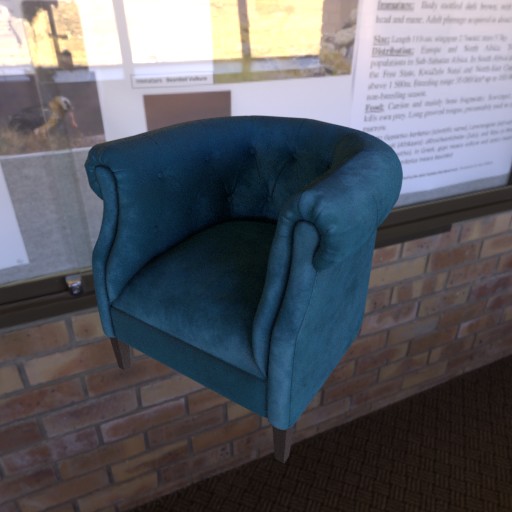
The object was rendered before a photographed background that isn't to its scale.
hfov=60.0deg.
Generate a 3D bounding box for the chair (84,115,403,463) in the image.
[{"bbox_3d":[0.000,0.000,1.567,0.904,0.826,0.851,18,34,29],"label":"chair"}]
